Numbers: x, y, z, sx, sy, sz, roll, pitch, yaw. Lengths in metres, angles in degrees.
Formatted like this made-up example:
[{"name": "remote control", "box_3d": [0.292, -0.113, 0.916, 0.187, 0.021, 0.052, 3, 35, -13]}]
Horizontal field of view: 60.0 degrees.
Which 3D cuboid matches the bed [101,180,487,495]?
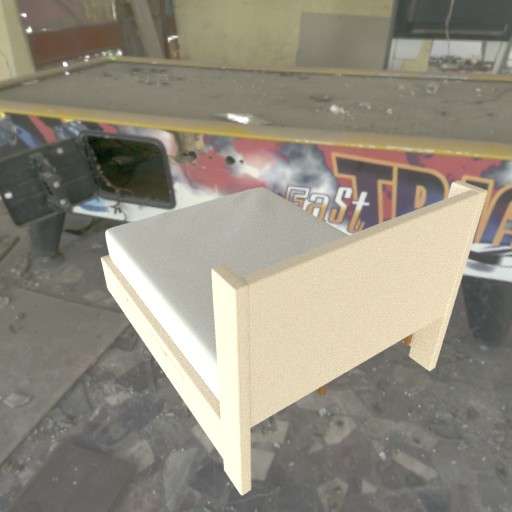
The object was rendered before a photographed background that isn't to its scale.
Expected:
[{"name": "bed", "box_3d": [0.000, 0.000, 3.373, 1.765, 1.471, 2.280, -20, 37, -29]}]
